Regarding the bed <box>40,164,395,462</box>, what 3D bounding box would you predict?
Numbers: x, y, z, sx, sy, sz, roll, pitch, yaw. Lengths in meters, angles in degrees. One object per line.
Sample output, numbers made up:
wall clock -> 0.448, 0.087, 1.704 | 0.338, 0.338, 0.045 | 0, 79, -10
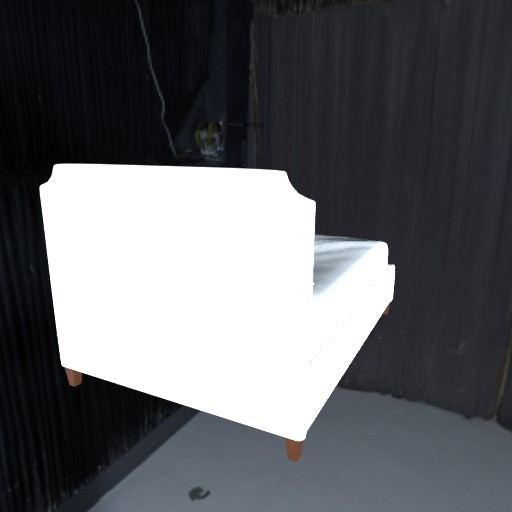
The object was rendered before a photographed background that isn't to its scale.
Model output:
bed -> 0.000, 0.000, 3.375 | 1.712, 1.443, 2.365 | 7, 16, 26
